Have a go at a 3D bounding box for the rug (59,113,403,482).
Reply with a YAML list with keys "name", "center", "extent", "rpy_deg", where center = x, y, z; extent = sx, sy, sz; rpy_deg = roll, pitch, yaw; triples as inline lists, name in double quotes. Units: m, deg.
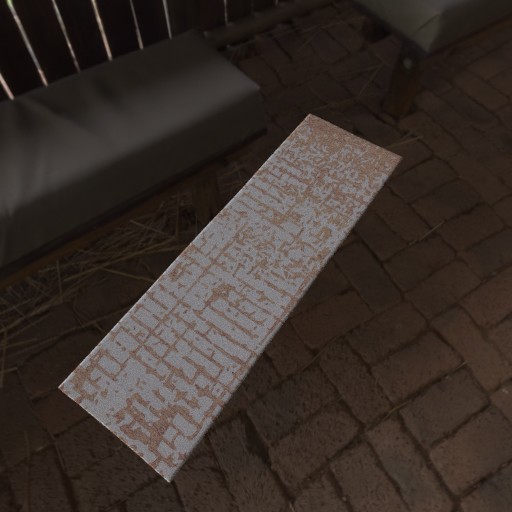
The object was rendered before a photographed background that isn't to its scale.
- name: "rug"
  center: [0.000, 0.000, 2.652]
  extent: [0.750, 0.011, 2.435]
  rpy_deg: [31, 65, 17]
